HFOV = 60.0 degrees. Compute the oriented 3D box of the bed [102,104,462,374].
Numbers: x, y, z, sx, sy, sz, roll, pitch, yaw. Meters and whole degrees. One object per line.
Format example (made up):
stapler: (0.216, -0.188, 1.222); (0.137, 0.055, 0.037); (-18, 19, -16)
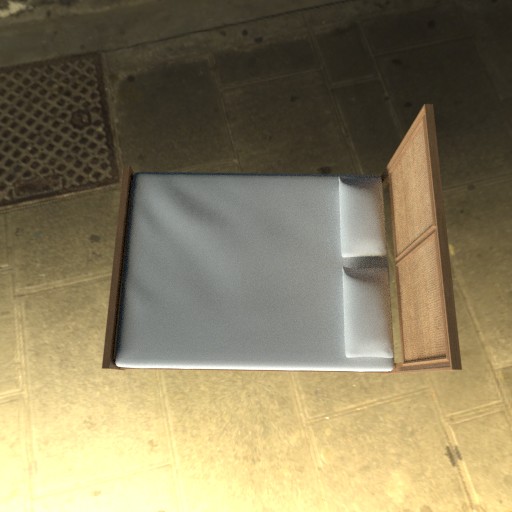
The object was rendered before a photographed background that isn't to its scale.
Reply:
bed: (0.000, 0.000, 3.215); (2.184, 1.387, 1.606); (1, 74, 0)
